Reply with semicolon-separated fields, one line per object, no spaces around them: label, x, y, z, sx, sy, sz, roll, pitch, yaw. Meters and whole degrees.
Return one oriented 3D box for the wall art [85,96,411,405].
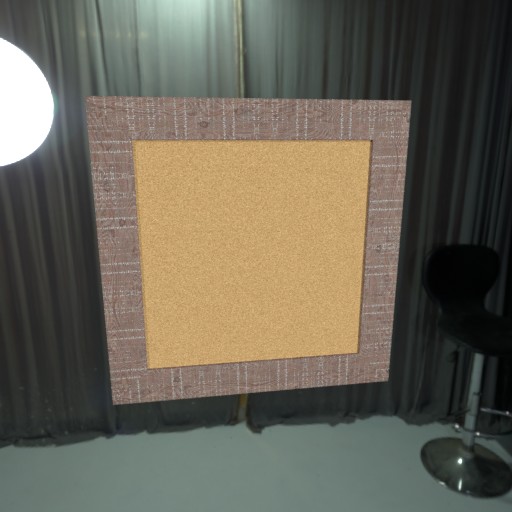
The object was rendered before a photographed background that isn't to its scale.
wall art;0.000;0.000;0.793;0.531;0.531;0.029;-2;15;-9
